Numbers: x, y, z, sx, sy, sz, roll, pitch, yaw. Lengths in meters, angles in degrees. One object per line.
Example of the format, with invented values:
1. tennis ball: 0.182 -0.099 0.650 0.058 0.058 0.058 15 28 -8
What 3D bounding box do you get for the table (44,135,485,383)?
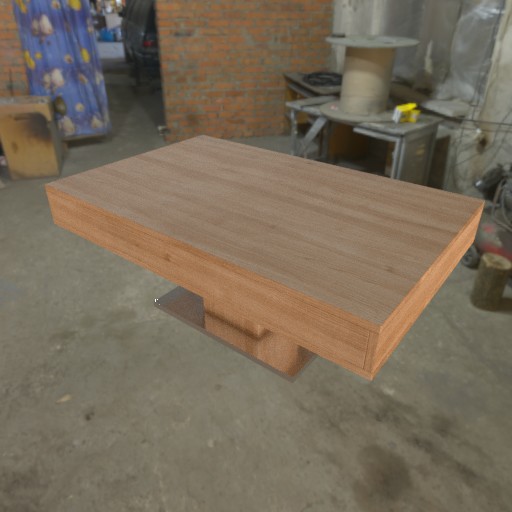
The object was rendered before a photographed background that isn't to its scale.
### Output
1. table: 0.000 0.000 1.418 1.100 0.440 0.700 22 37 32
